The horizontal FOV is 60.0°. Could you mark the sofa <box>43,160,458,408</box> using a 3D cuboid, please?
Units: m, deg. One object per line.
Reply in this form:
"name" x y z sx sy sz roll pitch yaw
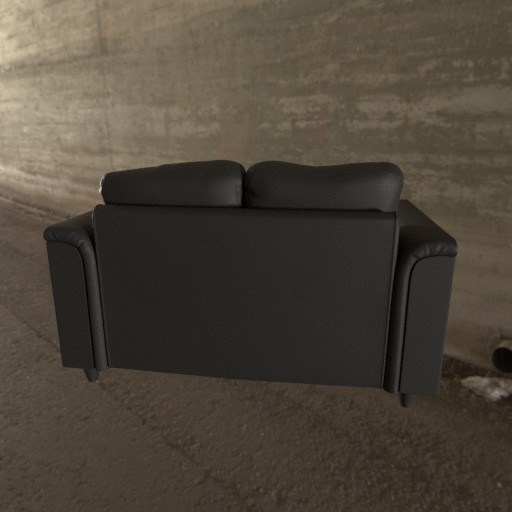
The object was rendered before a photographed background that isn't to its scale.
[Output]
"sofa" 0.000 0.000 1.921 1.386 0.845 0.887 2 16 8
